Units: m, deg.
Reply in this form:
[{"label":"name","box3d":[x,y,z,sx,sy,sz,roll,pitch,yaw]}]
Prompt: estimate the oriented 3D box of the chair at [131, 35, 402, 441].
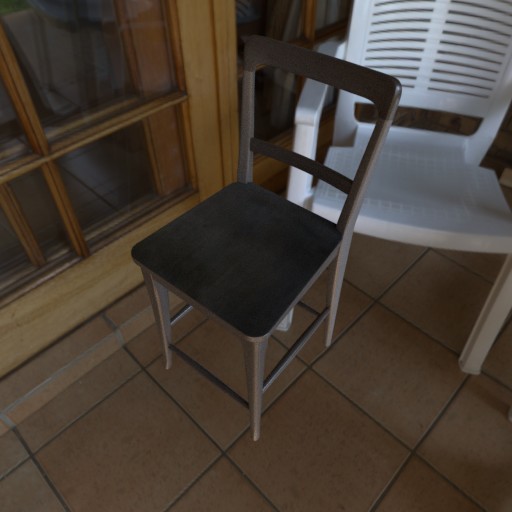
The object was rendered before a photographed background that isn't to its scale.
[{"label":"chair","box3d":[0.000,0.000,1.281,0.450,0.991,0.546,30,54,25]}]
